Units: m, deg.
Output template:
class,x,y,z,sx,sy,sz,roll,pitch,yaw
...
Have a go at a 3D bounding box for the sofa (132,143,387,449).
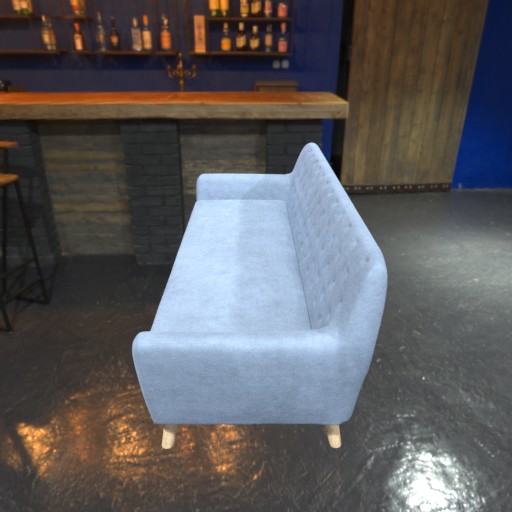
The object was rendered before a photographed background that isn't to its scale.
class,x,y,z,sx,sy,sz,roll,pitch,yaw
sofa,0.000,0.000,2.341,0.830,0.830,1.970,0,26,0
